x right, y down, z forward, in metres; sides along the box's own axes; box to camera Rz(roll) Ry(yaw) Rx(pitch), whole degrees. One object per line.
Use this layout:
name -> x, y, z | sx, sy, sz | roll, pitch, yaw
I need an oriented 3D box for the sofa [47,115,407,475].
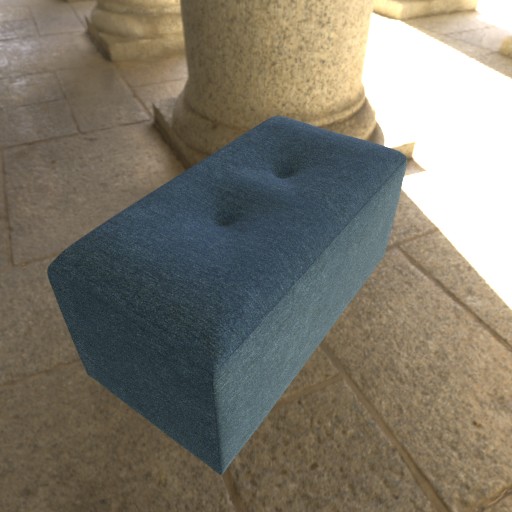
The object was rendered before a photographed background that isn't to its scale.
sofa -> 0.000, 0.000, 1.235 | 0.480, 0.470, 0.930 | 25, 47, 26
